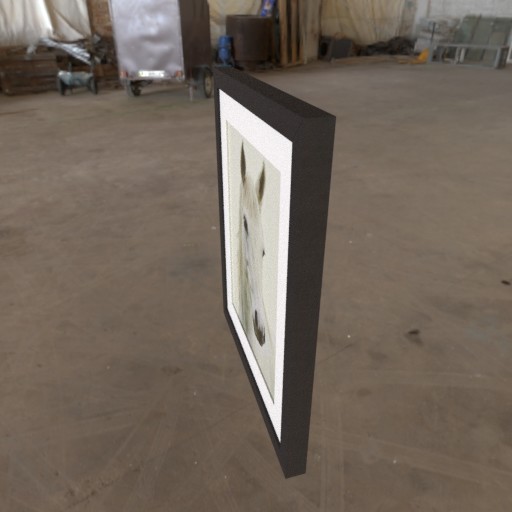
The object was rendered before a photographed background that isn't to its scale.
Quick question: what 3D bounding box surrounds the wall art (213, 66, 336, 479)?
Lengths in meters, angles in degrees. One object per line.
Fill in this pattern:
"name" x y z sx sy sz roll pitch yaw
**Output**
"wall art" 0.000 0.000 0.757 0.034 0.552 0.455 -8 30 -14
